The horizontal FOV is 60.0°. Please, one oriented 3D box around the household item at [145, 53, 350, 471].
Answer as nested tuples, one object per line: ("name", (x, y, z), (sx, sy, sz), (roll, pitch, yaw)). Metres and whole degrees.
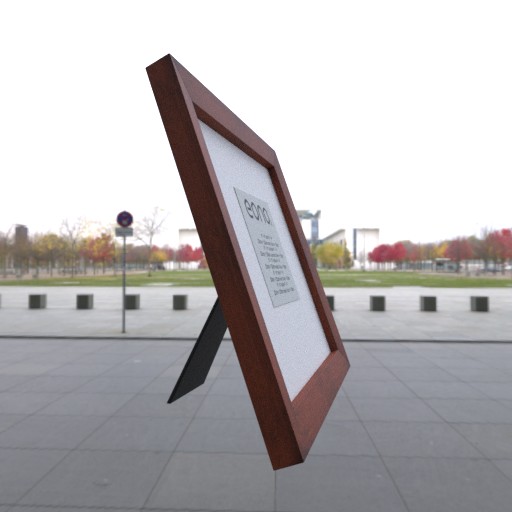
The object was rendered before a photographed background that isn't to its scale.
("household item", (0.000, 0.000, 0.373), (0.131, 0.240, 0.240), (0, -1, 18))
